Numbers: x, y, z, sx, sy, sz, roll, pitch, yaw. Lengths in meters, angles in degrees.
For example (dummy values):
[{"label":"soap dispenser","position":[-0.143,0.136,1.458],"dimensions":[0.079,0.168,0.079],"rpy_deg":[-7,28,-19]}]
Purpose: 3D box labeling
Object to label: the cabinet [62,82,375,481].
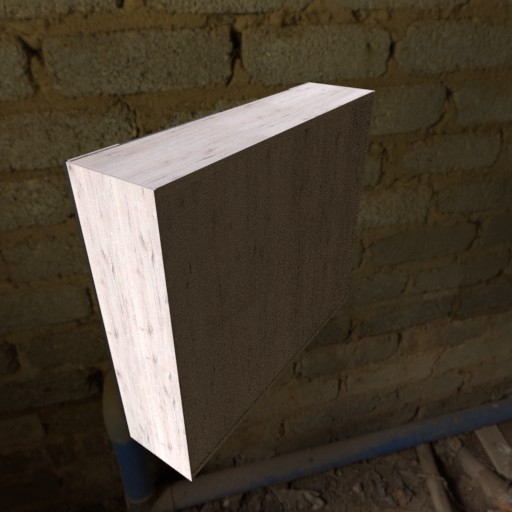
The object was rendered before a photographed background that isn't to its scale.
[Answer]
[{"label":"cabinet","position":[0.000,0.000,3.534],"dimensions":[0.660,2.180,2.500],"rpy_deg":[20,37,29]}]
